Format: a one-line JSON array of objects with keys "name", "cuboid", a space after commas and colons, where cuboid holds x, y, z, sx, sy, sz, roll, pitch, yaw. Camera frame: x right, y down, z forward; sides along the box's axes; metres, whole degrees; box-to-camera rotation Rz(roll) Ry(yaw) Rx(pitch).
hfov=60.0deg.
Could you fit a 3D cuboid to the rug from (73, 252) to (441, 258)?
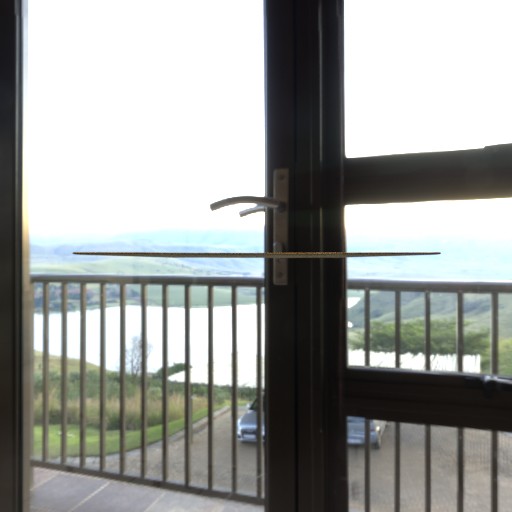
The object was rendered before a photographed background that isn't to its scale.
[{"name": "rug", "cuboid": [0.000, 0.000, 2.231, 1.143, 0.010, 1.758, 0, -1, 0]}]
